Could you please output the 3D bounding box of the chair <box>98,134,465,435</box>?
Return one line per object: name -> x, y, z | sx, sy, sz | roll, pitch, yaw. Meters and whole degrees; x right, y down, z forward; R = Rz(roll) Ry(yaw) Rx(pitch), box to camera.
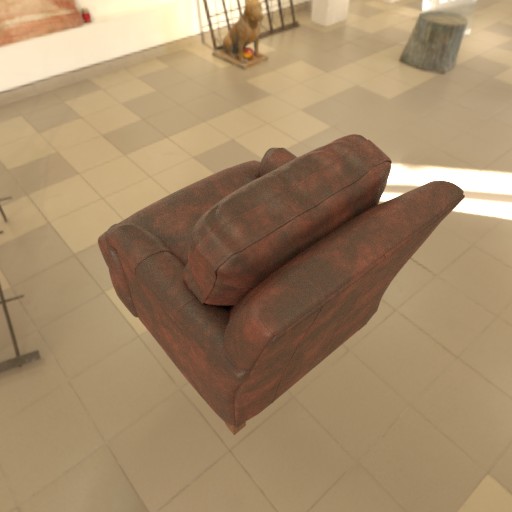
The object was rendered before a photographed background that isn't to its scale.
chair -> 0.000, 0.000, 1.907 | 0.987, 1.051, 1.156 | -32, 54, -27
